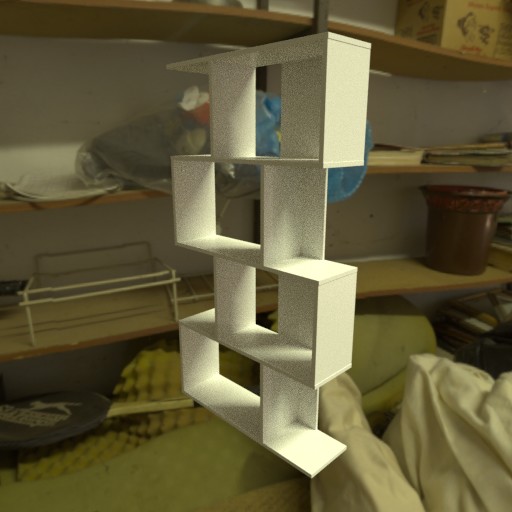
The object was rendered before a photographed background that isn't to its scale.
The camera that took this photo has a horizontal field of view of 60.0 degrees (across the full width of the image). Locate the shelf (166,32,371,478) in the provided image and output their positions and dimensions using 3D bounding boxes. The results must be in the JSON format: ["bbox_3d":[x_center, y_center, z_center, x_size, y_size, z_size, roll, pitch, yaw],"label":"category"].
[{"bbox_3d":[0.000,0.000,1.974,0.250,1.650,0.890,-14,20,-43],"label":"shelf"}]
